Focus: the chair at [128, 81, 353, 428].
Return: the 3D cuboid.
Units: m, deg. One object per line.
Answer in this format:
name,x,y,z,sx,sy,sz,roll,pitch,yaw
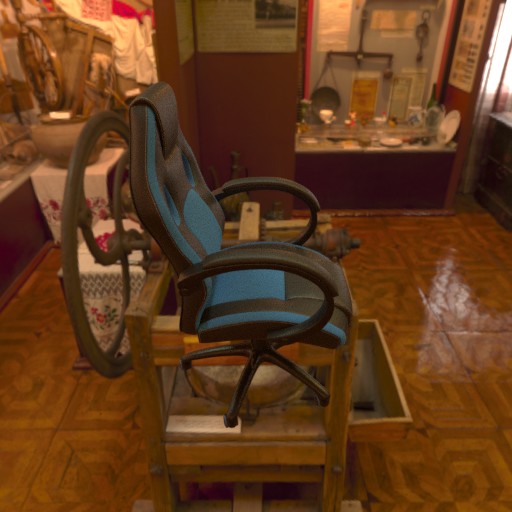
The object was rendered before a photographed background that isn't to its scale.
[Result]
chair,0.000,0.000,1.645,0.724,1.187,0.673,1,31,2
